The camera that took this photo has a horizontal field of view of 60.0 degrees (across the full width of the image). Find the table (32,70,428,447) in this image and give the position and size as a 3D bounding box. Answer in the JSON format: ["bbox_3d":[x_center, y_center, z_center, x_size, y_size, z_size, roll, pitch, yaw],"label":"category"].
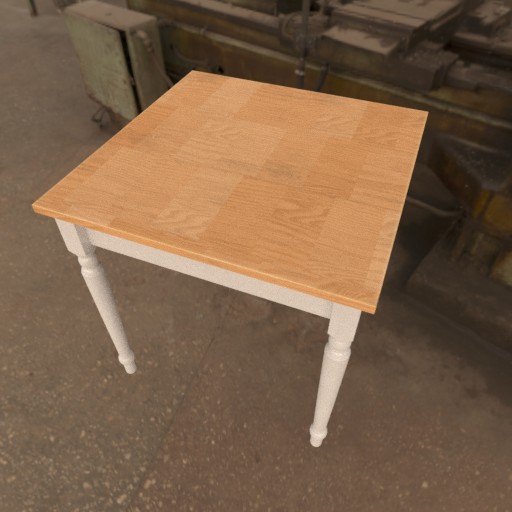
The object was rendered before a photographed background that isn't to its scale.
[{"bbox_3d":[0.000,0.000,1.366,0.747,0.738,0.747,16,48,15],"label":"table"}]
